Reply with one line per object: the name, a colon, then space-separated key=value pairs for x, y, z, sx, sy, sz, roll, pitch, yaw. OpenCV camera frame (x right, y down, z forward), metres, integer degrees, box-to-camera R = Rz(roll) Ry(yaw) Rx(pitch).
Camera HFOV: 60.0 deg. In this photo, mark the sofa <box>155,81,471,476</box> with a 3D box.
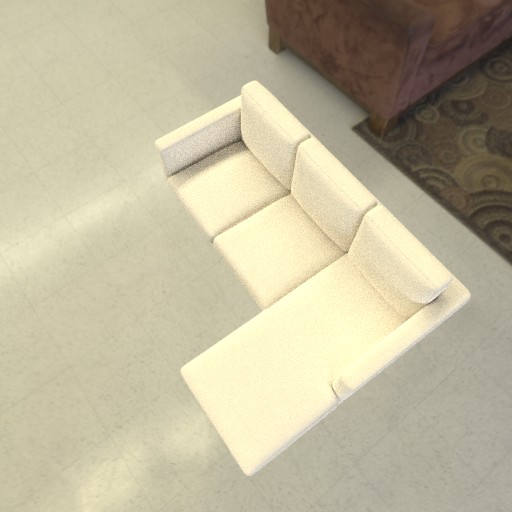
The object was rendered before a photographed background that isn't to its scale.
sofa: x=0.000 y=0.000 z=2.854 sx=1.580 sy=0.899 sz=2.029 roll=-33 pitch=68 yaw=-15
